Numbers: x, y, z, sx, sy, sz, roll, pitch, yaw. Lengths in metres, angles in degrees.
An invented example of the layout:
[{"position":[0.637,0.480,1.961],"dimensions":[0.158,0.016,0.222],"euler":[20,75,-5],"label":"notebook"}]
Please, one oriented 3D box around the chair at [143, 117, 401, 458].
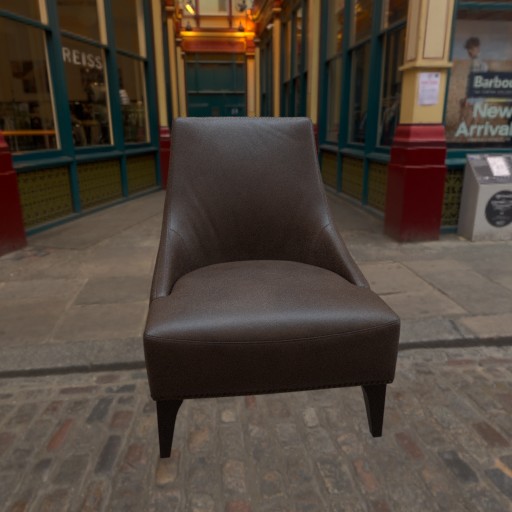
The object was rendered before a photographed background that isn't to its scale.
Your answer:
[{"position":[0.000,0.000,1.509],"dimensions":[0.701,0.909,0.861],"euler":[-2,17,-8],"label":"chair"}]
